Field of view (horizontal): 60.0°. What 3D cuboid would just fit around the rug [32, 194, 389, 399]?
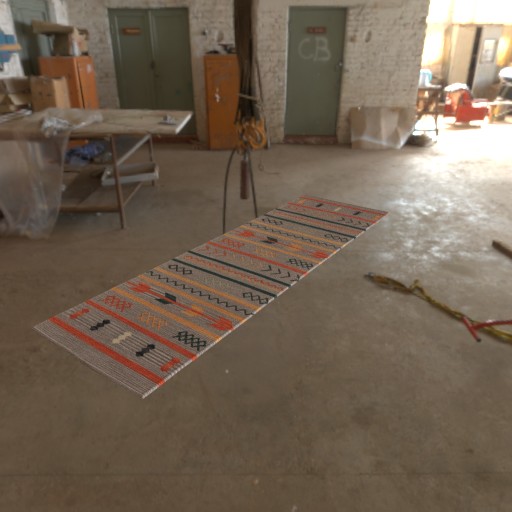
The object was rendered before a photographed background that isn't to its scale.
[{"bbox_3d":[0.000,0.000,2.667,0.744,0.022,2.419,17,31,32],"label":"rug"}]
